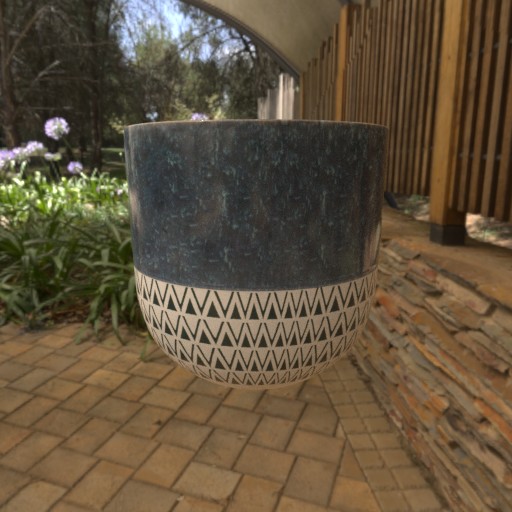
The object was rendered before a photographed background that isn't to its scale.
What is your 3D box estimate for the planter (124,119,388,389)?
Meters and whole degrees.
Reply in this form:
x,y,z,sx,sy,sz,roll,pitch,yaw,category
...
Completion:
x,y,z,sx,sy,sz,roll,pitch,yaw,category
0.000,0.000,0.492,0.266,0.270,0.266,0,13,0,planter
